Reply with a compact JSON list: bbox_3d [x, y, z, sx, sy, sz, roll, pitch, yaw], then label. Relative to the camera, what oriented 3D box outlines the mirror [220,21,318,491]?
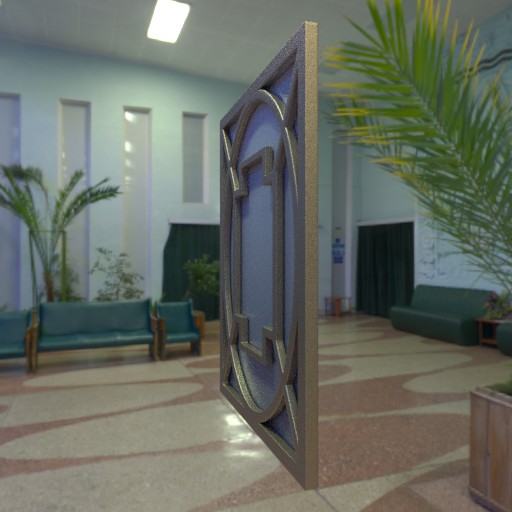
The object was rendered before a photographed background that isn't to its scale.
[{"bbox_3d":[0.000,0.000,1.327,0.032,1.023,0.756,0,0,-19],"label":"mirror"}]
